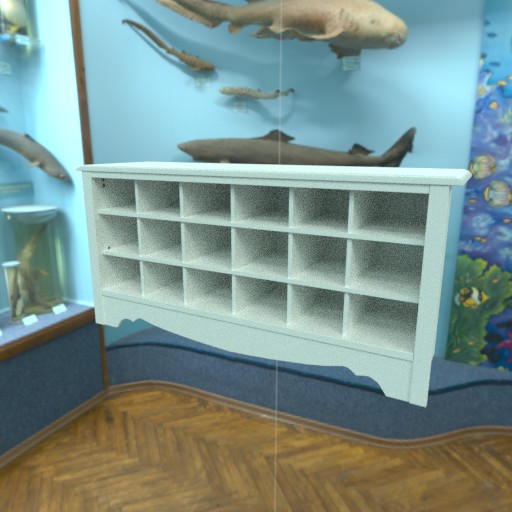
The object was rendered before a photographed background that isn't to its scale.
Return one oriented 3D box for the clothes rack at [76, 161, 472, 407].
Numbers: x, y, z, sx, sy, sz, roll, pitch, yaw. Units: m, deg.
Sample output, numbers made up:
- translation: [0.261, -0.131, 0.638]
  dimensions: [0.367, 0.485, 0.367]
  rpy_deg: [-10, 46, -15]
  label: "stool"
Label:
- translation: [0.000, 0.000, 1.348]
  dimensions: [1.120, 0.531, 0.324]
  rpy_deg: [7, 16, 27]
  label: "clothes rack"
